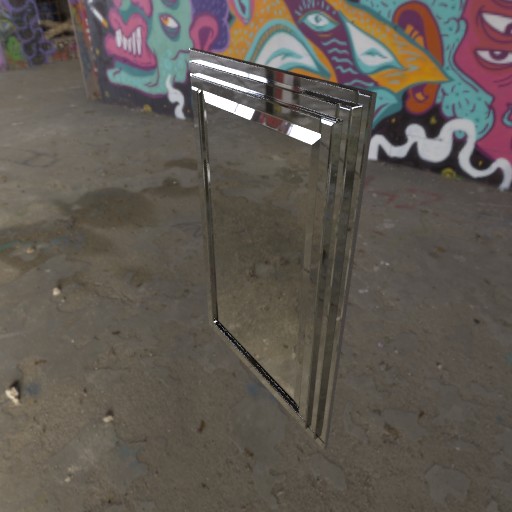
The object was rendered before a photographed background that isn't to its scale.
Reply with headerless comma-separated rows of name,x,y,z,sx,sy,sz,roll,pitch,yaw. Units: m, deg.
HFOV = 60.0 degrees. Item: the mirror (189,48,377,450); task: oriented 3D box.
mirror,0.000,0.000,1.145,0.039,0.914,0.613,-20,38,-29
